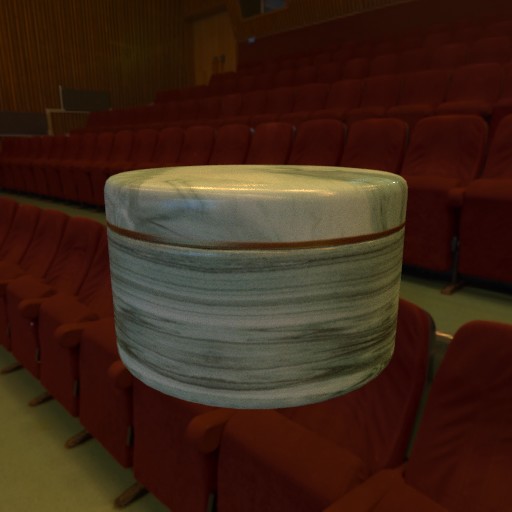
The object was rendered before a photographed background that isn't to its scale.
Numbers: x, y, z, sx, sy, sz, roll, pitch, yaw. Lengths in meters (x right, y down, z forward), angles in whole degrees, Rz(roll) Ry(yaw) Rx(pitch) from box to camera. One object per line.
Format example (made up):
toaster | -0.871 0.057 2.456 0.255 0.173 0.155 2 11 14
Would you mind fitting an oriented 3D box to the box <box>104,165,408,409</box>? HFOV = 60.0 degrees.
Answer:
box | 0.000 0.000 0.162 0.101 0.063 0.101 0 15 0
